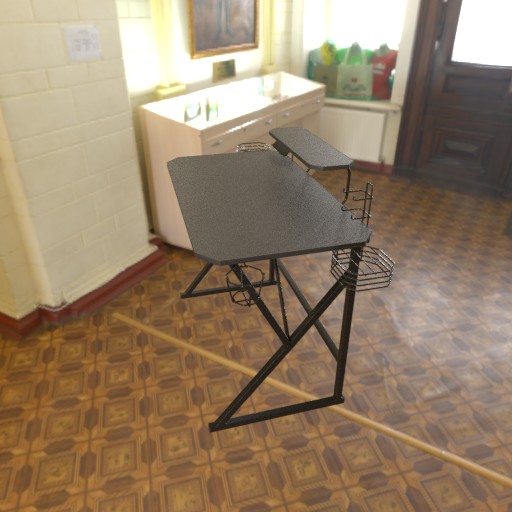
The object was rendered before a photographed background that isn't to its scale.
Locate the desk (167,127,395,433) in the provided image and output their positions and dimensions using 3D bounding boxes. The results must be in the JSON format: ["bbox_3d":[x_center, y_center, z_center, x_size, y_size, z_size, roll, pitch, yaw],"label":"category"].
[{"bbox_3d":[0.000,0.000,1.790,0.580,0.880,1.290,-8,30,-13],"label":"desk"}]
